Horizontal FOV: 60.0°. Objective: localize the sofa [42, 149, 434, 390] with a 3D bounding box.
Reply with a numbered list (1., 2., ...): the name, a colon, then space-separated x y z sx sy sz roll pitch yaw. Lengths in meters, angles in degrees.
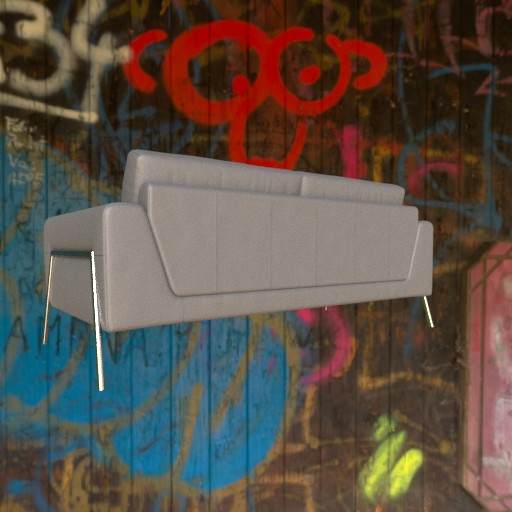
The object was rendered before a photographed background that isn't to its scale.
1. sofa: 0.000 0.000 2.470 2.017 0.875 0.953 -1 1 -37
